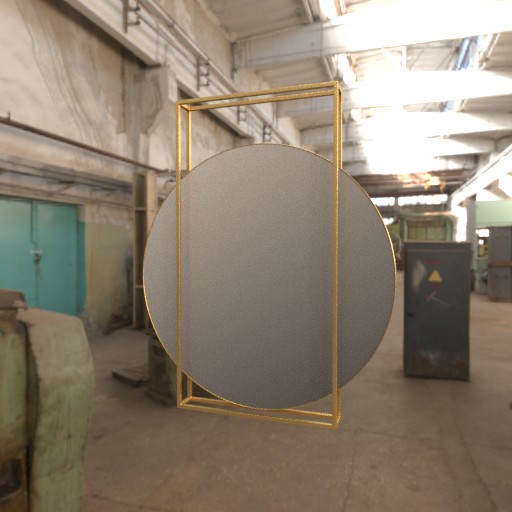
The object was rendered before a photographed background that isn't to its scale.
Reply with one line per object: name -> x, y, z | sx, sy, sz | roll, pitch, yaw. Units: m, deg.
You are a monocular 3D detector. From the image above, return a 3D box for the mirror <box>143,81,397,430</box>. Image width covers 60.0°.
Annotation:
mirror -> 0.000, 0.000, 0.841 | 0.508, 0.603, 0.051 | 0, 1, 20
